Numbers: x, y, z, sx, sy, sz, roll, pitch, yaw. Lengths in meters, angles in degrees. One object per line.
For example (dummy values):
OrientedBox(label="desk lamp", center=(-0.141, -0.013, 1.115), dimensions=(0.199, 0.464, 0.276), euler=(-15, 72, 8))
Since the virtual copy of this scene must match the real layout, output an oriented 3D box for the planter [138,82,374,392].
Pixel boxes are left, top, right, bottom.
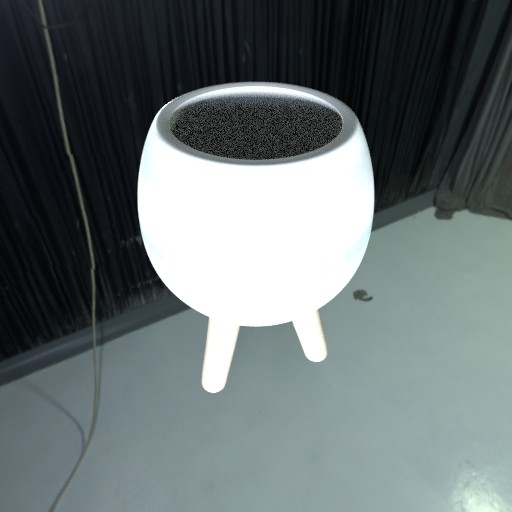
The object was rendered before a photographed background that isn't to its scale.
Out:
OrientedBox(label="planter", center=(0.000, 0.000, 0.343), dimensions=(0.161, 0.224, 0.161), euler=(0, 41, 0))
